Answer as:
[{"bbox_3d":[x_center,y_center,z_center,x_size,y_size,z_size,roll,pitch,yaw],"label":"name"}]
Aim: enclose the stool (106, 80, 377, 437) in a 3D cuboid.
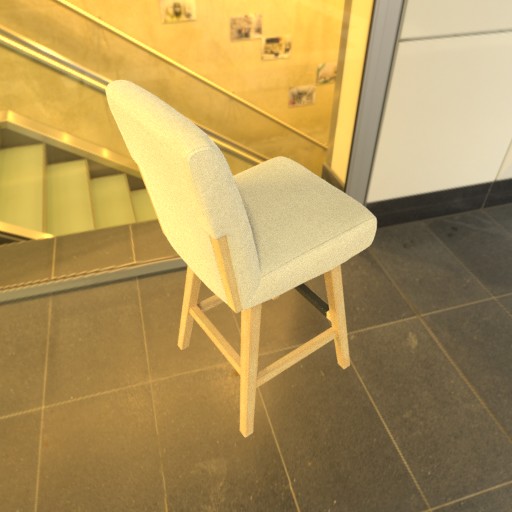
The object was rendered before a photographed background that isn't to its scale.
[{"bbox_3d":[0.000,0.000,1.287,0.543,1.015,0.446,-26,48,-26],"label":"stool"}]
